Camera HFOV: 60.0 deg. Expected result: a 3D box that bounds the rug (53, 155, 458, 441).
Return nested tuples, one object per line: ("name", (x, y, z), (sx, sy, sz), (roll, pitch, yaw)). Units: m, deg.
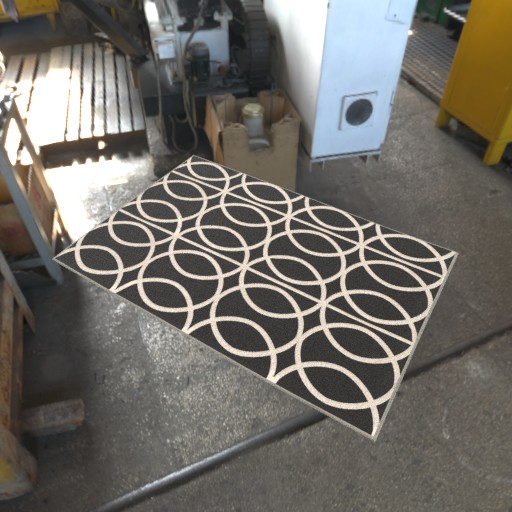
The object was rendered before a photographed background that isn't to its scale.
("rug", (0.000, 0.000, 2.990), (2.294, 0.014, 1.528), (24, 50, 22))
